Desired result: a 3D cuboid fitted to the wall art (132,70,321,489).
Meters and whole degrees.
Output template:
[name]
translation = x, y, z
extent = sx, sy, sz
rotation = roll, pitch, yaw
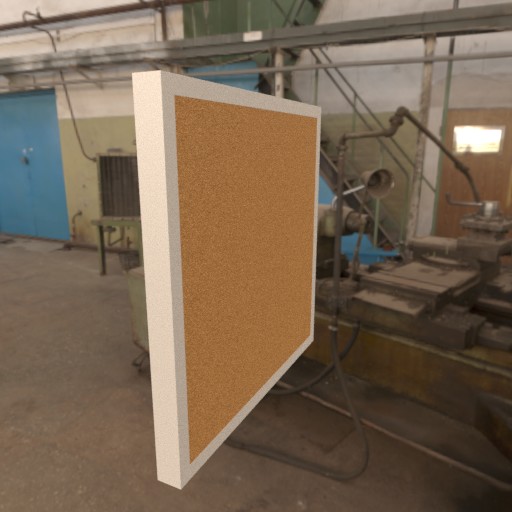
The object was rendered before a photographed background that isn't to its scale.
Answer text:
[wall art]
translation = 0.000, 0.000, 0.742
extent = 0.038, 0.508, 0.507
rotation = 7, 16, 26
